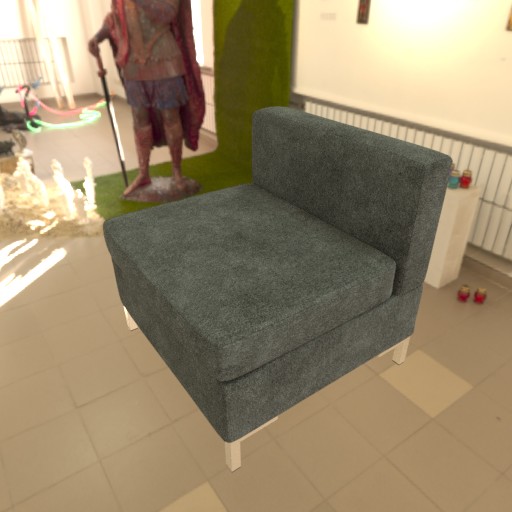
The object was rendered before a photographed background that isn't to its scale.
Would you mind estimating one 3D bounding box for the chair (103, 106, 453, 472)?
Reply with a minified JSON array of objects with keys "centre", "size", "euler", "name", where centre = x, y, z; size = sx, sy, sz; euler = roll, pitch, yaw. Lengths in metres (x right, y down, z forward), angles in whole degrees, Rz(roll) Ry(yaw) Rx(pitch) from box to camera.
[{"centre":[0.000,0.000,1.256],"size":[0.680,0.660,0.680],"euler":[-20,36,-30],"name":"chair"}]
